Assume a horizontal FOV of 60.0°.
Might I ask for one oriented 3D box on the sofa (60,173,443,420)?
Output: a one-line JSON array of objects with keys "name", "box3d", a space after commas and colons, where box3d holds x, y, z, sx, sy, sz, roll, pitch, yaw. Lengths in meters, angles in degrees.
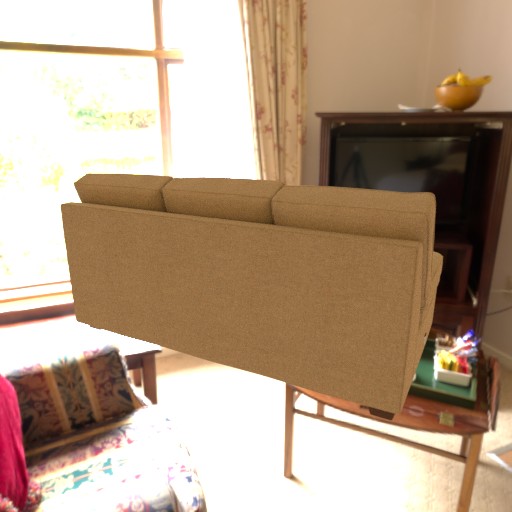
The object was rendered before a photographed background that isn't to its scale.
[{"name": "sofa", "box3d": [0.000, 0.000, 2.749, 2.092, 1.036, 1.127, 9, 19, 27]}]
